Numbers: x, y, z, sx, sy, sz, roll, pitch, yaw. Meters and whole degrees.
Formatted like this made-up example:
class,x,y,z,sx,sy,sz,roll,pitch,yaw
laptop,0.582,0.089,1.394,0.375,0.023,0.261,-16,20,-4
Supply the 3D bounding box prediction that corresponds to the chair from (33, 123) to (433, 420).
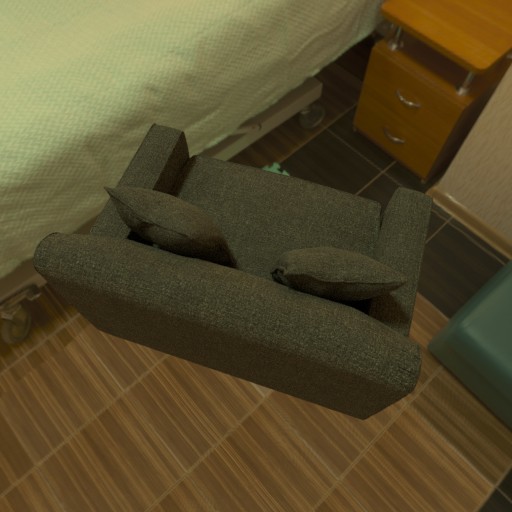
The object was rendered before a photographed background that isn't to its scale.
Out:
class,x,y,z,sx,sy,sz,roll,pitch,yaw
chair,0.000,0.000,2.027,1.383,0.948,1.000,16,64,8
